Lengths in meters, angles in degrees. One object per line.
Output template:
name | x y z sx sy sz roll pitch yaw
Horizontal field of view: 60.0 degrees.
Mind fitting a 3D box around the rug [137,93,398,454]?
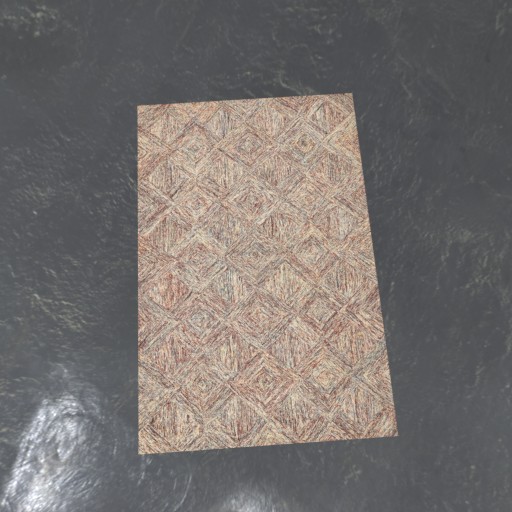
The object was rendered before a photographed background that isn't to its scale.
rug | 0.000 0.000 2.867 1.523 0.019 2.285 -4 76 -1
